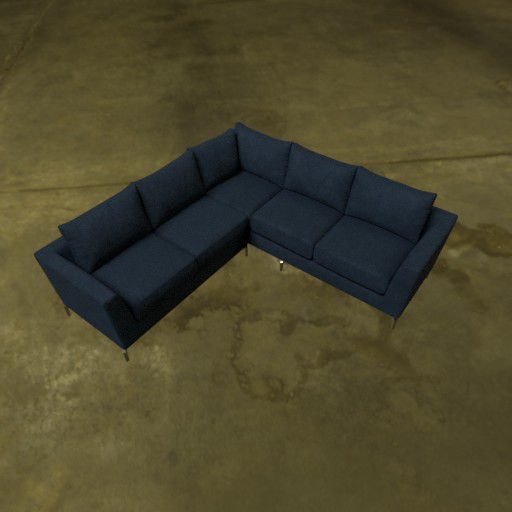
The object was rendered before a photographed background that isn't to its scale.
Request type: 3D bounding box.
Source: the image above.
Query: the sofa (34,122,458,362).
[{"bbox_3d":[0.000,0.000,3.764,2.463,0.988,2.472,27,50,26],"label":"sofa"}]
